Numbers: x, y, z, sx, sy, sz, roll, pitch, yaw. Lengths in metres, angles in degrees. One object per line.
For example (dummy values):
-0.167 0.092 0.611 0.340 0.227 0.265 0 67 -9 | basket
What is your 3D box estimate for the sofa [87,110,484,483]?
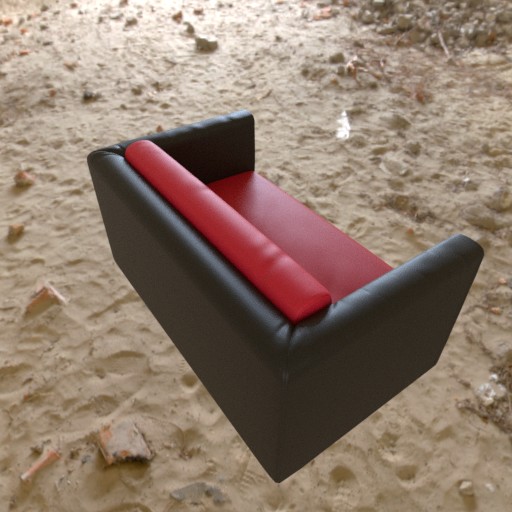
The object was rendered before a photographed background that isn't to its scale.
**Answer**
0.000 0.000 1.878 0.845 0.735 1.410 -25 46 -26 | sofa
